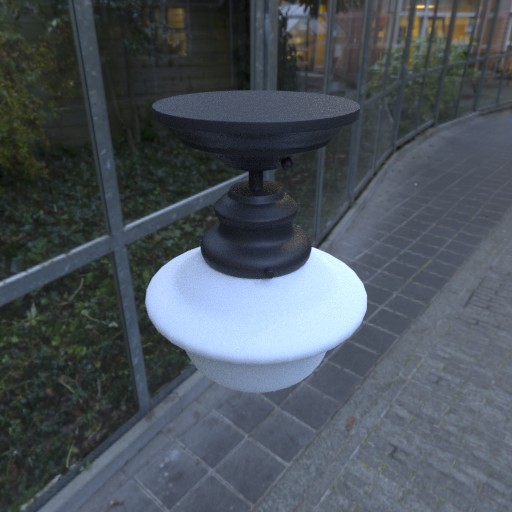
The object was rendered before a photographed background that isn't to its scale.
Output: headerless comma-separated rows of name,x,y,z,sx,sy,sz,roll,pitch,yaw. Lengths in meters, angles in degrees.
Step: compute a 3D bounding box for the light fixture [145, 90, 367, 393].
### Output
light fixture,0.000,0.000,0.385,0.197,0.254,0.197,0,27,0
